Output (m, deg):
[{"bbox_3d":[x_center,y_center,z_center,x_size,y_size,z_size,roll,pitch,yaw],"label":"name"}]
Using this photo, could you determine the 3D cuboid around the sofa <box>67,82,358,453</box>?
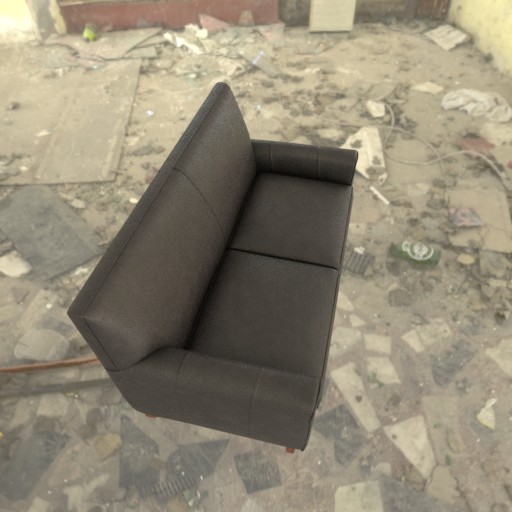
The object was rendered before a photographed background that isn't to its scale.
[{"bbox_3d":[0.000,0.000,2.024,0.787,0.871,1.473,10,48,9],"label":"sofa"}]
